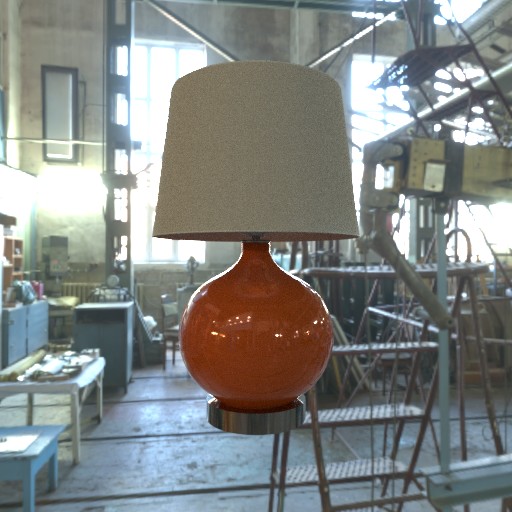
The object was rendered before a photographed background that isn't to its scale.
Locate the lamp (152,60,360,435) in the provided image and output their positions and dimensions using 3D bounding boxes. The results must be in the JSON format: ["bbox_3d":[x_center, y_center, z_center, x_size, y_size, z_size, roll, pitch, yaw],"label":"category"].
[{"bbox_3d":[0.000,0.000,0.539,0.247,0.387,0.247,0,0,0],"label":"lamp"}]
